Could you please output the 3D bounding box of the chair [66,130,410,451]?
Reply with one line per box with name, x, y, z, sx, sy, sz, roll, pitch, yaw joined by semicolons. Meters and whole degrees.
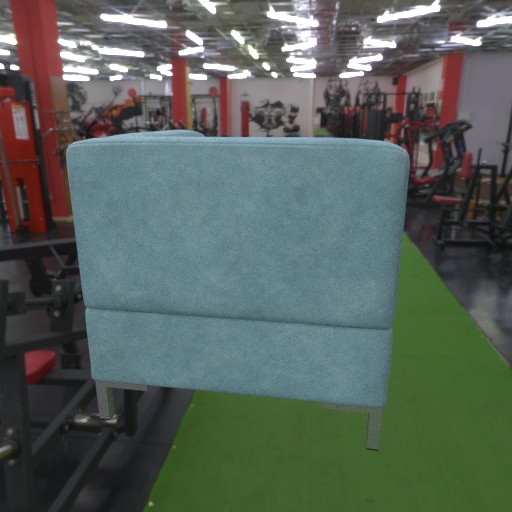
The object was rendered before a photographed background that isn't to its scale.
chair;0.000;0.000;1.225;0.691;0.660;0.684;3;17;9
